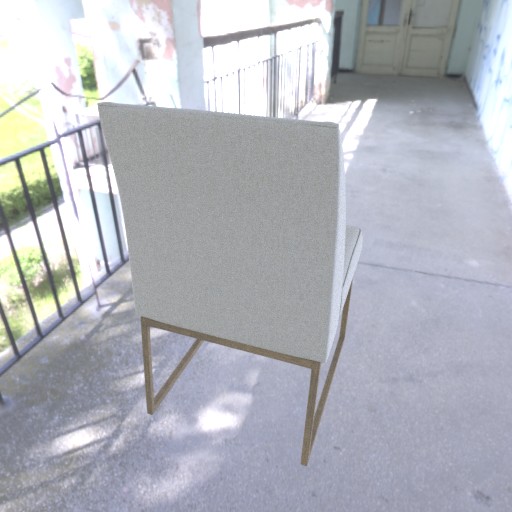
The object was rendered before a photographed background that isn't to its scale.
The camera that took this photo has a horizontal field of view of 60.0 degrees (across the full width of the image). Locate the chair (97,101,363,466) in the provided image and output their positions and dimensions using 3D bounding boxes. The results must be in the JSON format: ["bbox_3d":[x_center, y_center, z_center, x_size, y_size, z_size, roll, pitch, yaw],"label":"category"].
[{"bbox_3d":[0.000,0.000,1.191,0.508,0.863,0.522,11,33,17],"label":"chair"}]
